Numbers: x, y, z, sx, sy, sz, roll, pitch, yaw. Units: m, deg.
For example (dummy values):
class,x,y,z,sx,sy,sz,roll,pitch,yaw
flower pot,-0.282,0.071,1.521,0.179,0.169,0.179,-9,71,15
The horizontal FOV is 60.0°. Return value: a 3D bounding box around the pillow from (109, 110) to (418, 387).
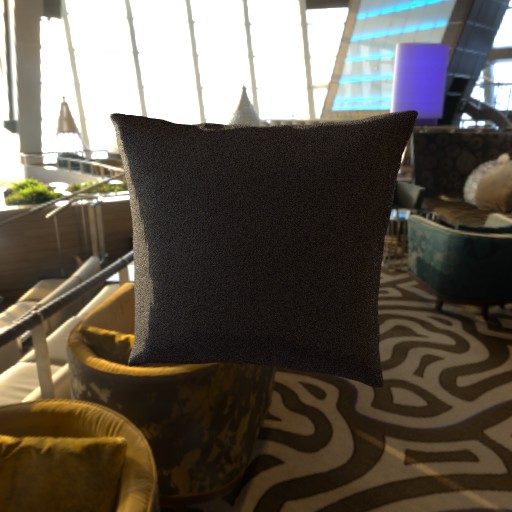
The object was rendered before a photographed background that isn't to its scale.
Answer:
class,x,y,z,sx,sy,sz,roll,pitch,yaw
pillow,0.000,0.000,0.704,0.452,0.439,0.204,2,17,7
